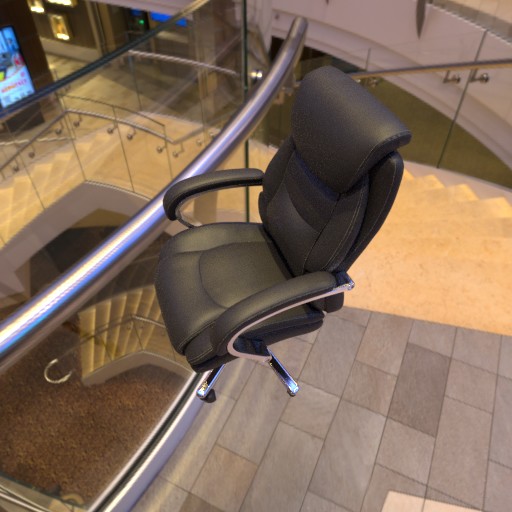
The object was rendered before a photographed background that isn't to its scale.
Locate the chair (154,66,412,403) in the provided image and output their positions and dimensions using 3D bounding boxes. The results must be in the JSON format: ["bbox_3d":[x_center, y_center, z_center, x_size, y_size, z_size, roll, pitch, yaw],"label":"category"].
[{"bbox_3d":[0.000,0.000,1.701,0.790,1.183,0.755,-15,48,-14],"label":"chair"}]
